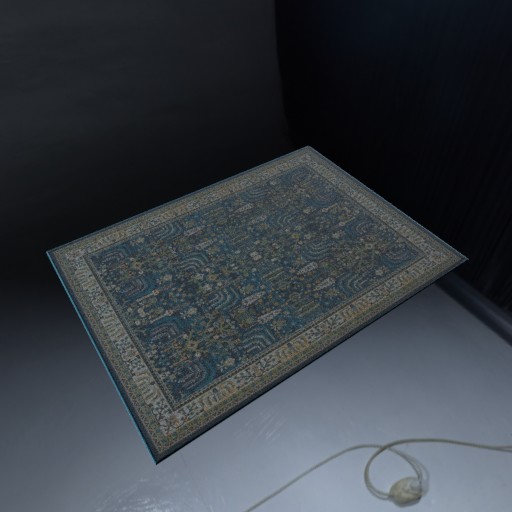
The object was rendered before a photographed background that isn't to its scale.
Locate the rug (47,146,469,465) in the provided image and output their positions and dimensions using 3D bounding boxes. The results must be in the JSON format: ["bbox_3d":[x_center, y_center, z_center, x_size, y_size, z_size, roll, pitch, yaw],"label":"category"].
[{"bbox_3d":[0.000,0.000,3.954,3.044,0.015,2.226,-27,52,-23],"label":"rug"}]
